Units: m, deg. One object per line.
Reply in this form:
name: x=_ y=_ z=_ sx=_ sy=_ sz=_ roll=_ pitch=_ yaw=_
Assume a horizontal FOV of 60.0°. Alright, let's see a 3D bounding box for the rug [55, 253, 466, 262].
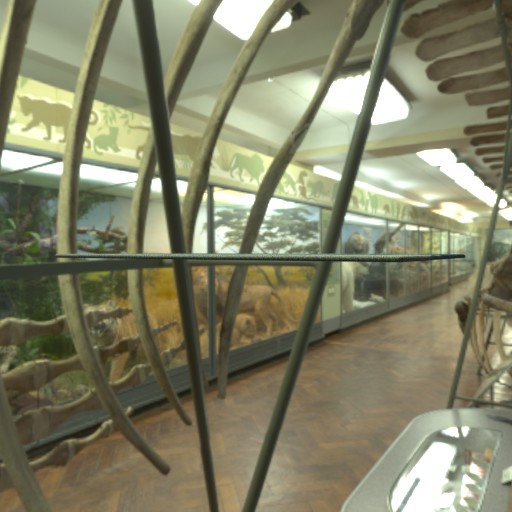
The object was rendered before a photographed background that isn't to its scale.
rug: x=0.000 y=0.000 z=3.086 sx=2.450 sy=0.027 sz=1.540 roll=0 pitch=1 yaw=34
